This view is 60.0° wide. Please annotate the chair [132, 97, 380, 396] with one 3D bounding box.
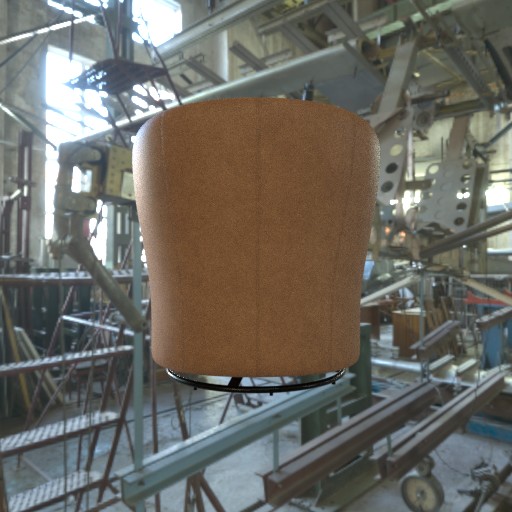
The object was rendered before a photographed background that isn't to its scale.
[{"bbox_3d":[0.000,0.000,1.464,0.791,0.771,0.815,0,-1,-1],"label":"chair"}]
